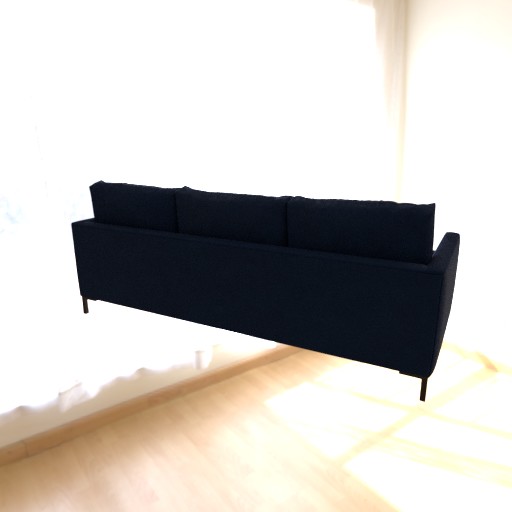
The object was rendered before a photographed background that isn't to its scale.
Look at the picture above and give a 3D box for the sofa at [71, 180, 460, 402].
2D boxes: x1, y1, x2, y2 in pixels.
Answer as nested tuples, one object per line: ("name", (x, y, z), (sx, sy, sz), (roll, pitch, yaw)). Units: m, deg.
("sofa", (0.000, 0.000, 2.738), (2.252, 0.879, 0.875), (8, 18, 27))
